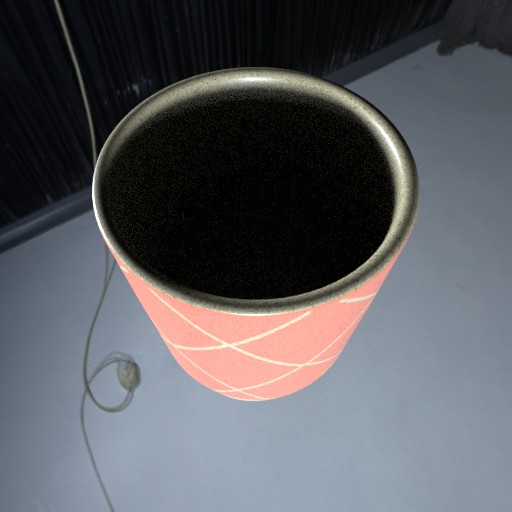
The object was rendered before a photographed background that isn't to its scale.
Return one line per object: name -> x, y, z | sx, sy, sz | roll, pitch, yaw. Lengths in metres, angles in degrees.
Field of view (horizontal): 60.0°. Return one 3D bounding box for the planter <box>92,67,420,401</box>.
planter -> 0.000, 0.000, 0.346 | 0.191, 0.200, 0.191 | 0, 58, 0
